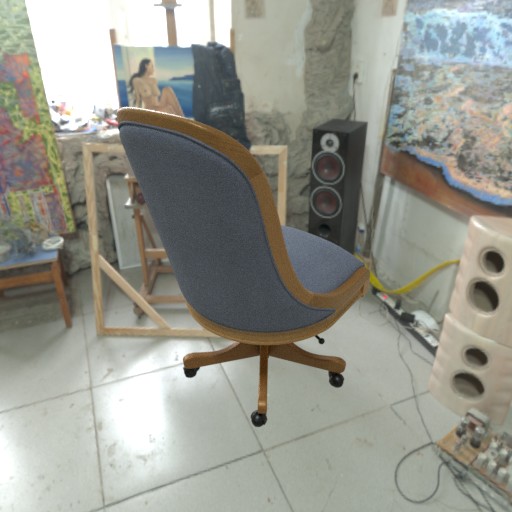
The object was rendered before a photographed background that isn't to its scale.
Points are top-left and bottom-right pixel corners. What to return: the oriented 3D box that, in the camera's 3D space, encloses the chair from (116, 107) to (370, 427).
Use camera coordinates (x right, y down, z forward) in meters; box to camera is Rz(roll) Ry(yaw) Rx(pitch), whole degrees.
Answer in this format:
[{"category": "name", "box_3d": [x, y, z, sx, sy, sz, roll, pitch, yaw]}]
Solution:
[{"category": "chair", "box_3d": [0.000, 0.000, 1.457, 0.605, 1.031, 0.735, 21, 35, 33]}]
